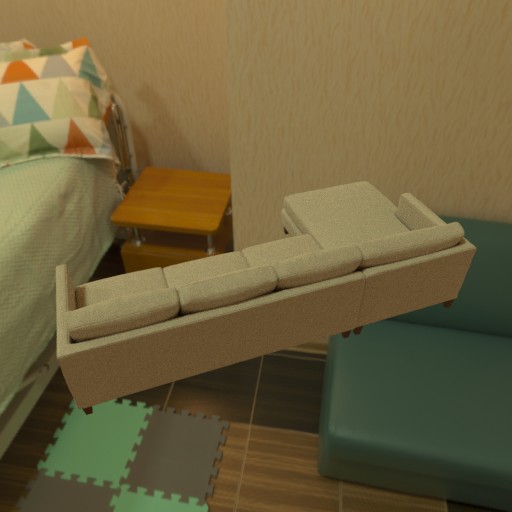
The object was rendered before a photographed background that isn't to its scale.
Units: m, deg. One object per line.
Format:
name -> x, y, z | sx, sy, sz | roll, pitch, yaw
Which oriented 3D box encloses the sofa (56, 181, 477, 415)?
sofa -> 0.000, 0.000, 3.853 | 3.186, 0.846, 1.625 | -13, 41, -15
